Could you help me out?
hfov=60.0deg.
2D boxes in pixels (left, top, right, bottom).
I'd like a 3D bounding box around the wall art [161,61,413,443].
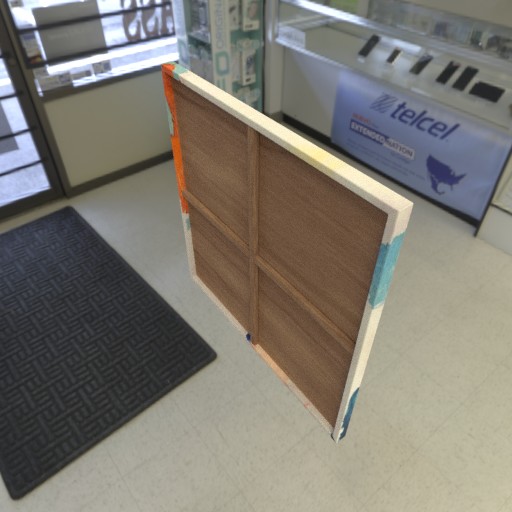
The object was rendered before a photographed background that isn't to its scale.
[{"bbox_3d":[0.000,0.000,1.225,0.037,0.814,0.814,-26,49,-26],"label":"wall art"}]
